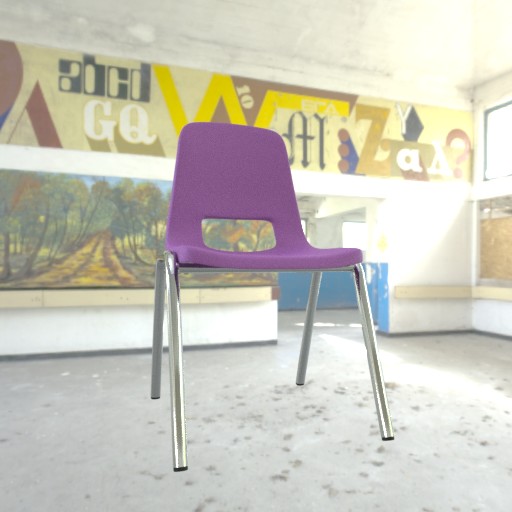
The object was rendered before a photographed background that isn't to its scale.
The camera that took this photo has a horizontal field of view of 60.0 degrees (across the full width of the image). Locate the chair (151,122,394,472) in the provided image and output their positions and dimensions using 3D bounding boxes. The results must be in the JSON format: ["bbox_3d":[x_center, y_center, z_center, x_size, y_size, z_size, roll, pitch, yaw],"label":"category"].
[{"bbox_3d":[0.000,0.000,0.683,0.291,0.493,0.301,0,-1,-18],"label":"chair"}]
